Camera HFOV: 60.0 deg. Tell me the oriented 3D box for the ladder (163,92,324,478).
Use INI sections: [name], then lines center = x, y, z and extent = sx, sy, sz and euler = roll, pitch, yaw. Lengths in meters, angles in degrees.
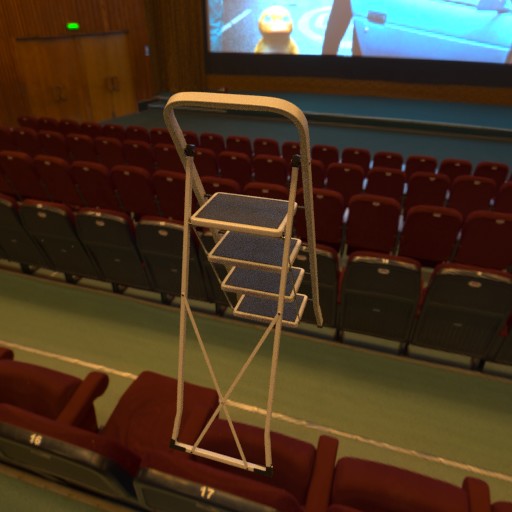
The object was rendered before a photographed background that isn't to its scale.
[ladder]
center = 0.000, 0.000, 1.689
extent = 0.460, 1.265, 0.914
euler = 9, 32, 15
